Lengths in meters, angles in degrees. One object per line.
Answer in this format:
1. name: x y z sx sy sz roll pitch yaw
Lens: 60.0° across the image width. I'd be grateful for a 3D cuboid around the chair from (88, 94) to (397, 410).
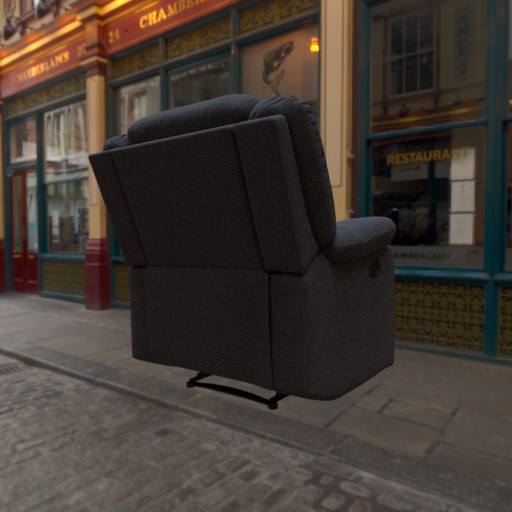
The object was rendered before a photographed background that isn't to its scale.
1. chair: 0.000 0.000 1.720 0.899 1.008 0.944 1 2 36
